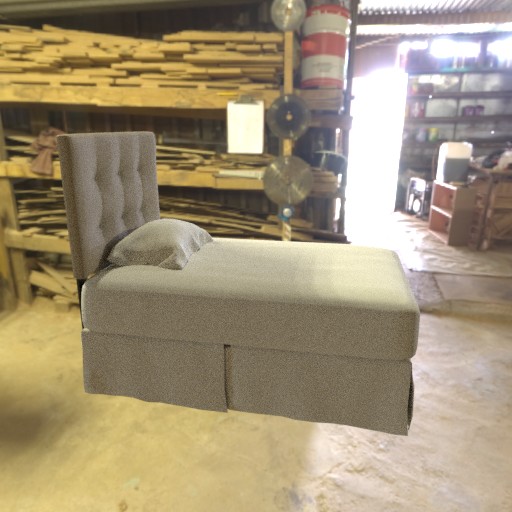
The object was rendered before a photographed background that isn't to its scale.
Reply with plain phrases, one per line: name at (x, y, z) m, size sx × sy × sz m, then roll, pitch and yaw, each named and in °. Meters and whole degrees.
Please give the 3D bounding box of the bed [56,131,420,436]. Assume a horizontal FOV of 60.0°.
bed at (0.000, 0.000, 2.933) m, size 1.997 × 1.571 × 1.261 m, roll 3°, pitch 17°, yaw 11°
